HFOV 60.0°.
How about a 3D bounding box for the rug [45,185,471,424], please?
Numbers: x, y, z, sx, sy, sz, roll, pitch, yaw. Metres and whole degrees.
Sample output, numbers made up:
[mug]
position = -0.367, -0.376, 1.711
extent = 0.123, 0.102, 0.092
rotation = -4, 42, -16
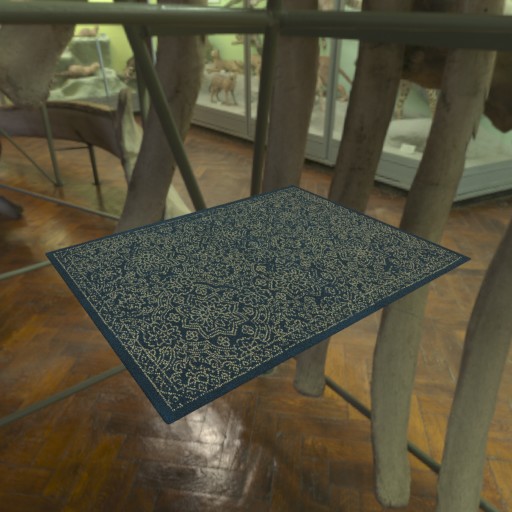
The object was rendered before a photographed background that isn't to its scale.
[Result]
[rug]
position = 0.000, 0.000, 4.044
extent = 3.048, 0.010, 2.438
rotation = -20, 35, -32
